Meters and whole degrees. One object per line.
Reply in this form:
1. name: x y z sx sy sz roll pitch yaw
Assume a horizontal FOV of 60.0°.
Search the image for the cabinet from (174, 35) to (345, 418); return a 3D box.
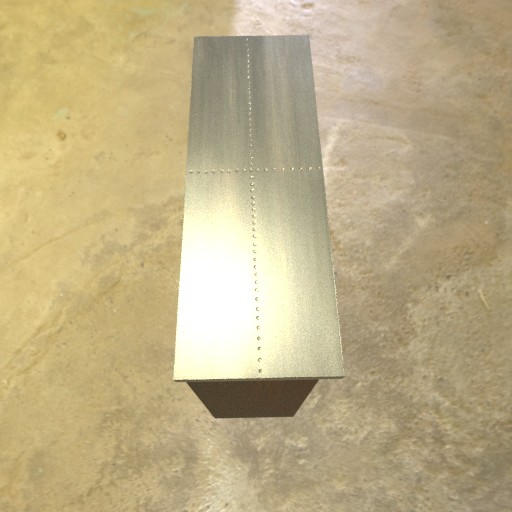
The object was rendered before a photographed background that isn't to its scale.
1. cabinet: 0.000 0.000 1.480 0.338 0.919 0.968 -1 64 0
